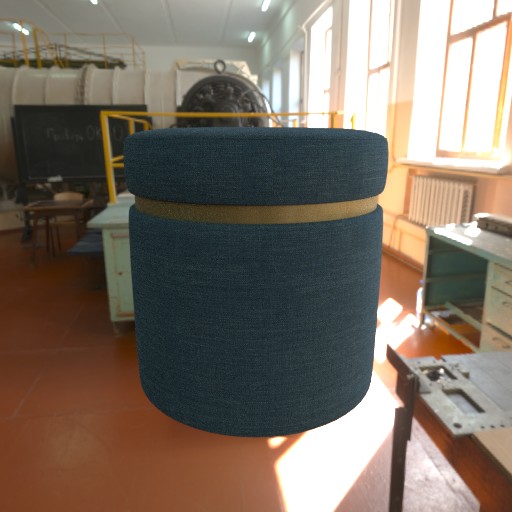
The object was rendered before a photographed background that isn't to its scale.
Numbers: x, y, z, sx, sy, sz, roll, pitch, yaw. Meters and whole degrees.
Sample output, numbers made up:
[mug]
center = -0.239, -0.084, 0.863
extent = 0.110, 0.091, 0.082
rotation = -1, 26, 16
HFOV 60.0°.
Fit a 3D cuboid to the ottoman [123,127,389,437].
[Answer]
[ottoman]
center = 0.000, 0.000, 0.729
extent = 0.398, 0.406, 0.398
rotation = 0, 15, 0
